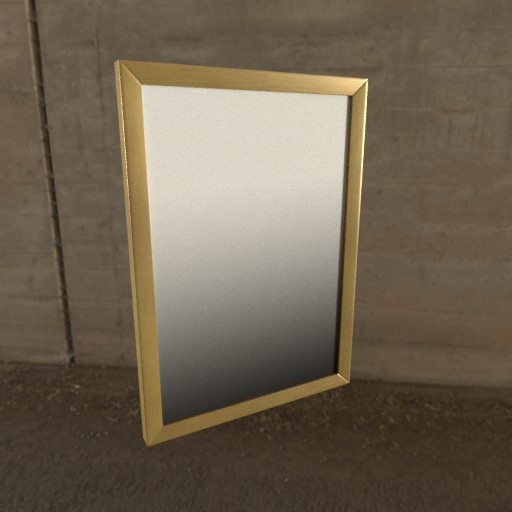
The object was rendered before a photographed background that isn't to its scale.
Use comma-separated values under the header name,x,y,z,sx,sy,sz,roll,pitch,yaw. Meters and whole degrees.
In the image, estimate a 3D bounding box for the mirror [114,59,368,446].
name,x,y,z,sx,sy,sz,roll,pitch,yaw
mirror,0.000,0.000,0.916,0.507,0.710,0.040,-8,17,-27
